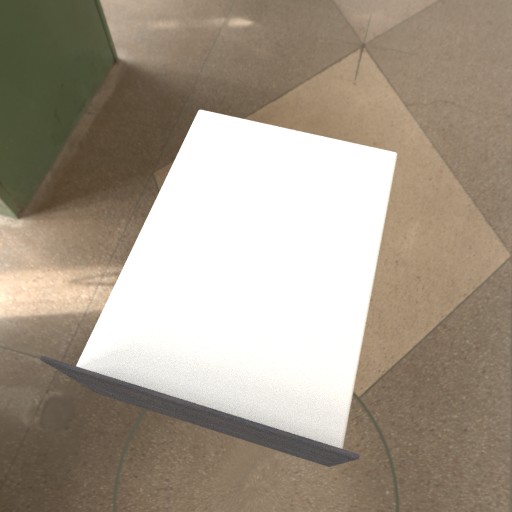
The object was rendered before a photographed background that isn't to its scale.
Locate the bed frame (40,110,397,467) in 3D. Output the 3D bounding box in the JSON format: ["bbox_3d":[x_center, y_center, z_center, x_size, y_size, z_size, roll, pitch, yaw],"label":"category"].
[{"bbox_3d":[0.000,0.000,2.609,1.400,0.800,1.900,15,63,7],"label":"bed frame"}]
